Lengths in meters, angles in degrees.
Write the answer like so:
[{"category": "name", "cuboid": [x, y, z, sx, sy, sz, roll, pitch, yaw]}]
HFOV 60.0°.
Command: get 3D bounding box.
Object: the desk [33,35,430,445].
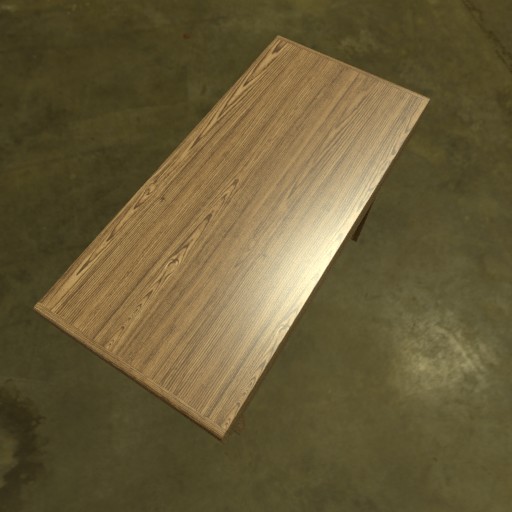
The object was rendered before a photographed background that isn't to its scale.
[{"category": "desk", "cuboid": [0.000, 0.000, 1.457, 0.508, 0.755, 1.067, 29, 67, 14]}]
